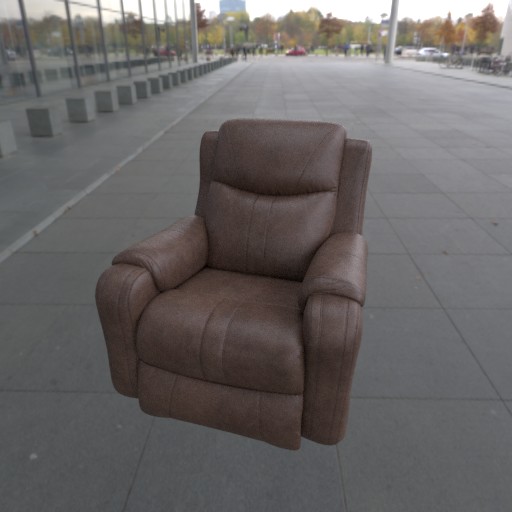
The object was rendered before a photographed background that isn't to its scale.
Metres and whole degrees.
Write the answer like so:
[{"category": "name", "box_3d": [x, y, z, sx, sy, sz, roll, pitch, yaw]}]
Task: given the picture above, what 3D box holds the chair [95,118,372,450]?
[{"category": "chair", "box_3d": [0.000, 0.000, 1.835, 0.940, 0.990, 1.067, 8, 26, 16]}]
